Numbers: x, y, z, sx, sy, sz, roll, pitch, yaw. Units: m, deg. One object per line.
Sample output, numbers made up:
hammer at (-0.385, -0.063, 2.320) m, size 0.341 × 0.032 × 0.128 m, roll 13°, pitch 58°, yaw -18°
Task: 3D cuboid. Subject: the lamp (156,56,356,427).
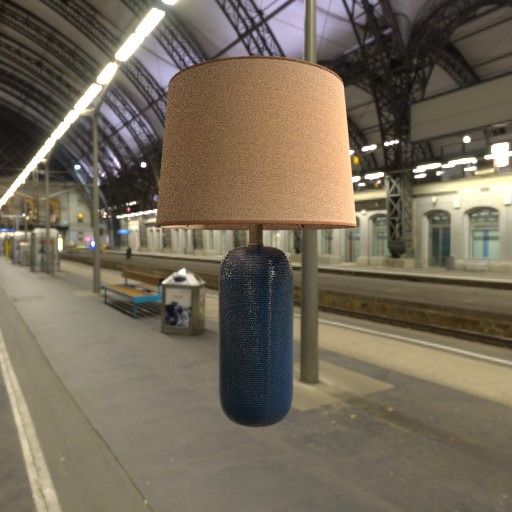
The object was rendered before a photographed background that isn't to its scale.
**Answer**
lamp at (0.000, 0.000, 0.831) m, size 0.367 × 0.609 × 0.367 m, roll 0°, pitch 2°, yaw 0°
